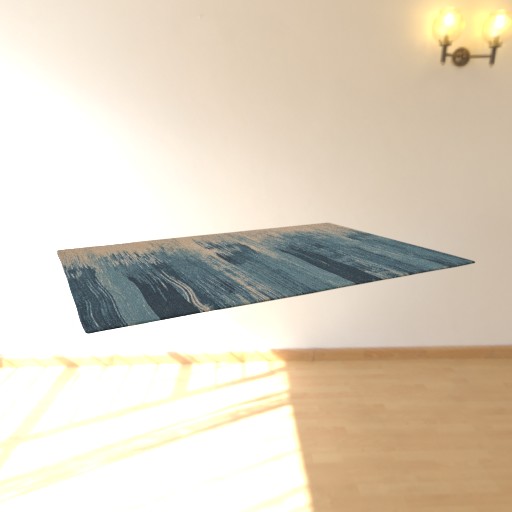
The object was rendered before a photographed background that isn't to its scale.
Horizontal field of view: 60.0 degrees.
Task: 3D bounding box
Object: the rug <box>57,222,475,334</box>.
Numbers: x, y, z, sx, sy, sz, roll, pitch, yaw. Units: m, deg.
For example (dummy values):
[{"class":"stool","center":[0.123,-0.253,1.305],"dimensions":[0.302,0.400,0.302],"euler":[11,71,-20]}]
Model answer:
[{"class":"rug","center":[0.000,0.000,2.309],"dimensions":[1.836,0.009,1.232],"euler":[-7,16,-26]}]
